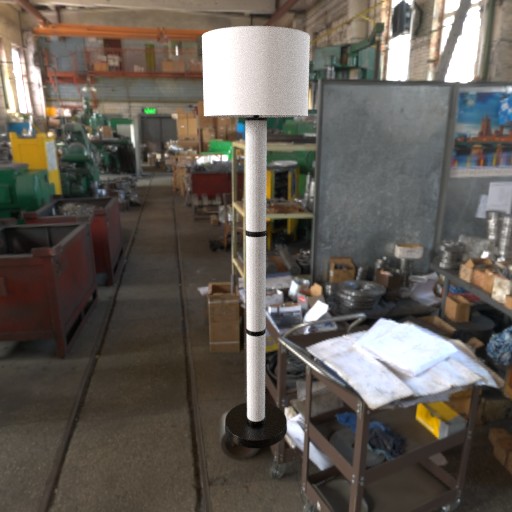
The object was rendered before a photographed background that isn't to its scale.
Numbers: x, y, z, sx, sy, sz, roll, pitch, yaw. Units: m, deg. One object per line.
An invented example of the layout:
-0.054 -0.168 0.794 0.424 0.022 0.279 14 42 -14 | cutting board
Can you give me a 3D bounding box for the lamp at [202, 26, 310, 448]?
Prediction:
0.000 0.000 1.769 0.377 1.599 0.377 -15 22 -42 | lamp
